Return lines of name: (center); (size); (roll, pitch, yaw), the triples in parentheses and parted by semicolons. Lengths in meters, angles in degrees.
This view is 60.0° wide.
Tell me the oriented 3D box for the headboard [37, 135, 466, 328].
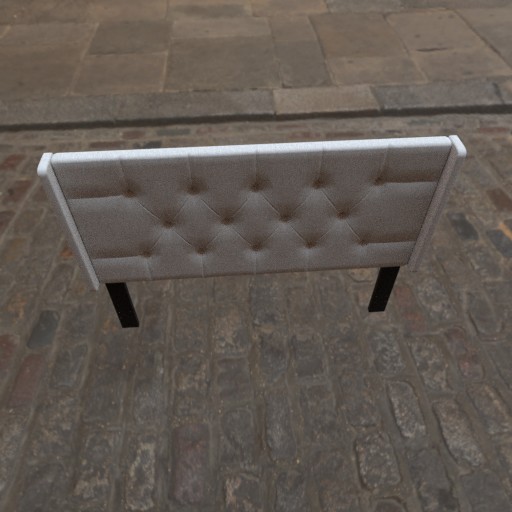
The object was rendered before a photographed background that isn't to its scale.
headboard: (0.000, 0.000, 2.713); (2.051, 1.524, 0.184); (-3, 47, -3)
